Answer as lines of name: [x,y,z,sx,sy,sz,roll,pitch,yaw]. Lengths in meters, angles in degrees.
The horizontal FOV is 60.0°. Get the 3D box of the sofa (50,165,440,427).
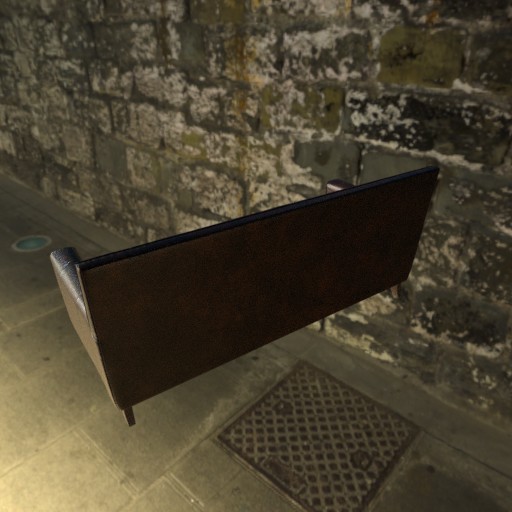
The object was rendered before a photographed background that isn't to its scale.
sofa: [0.000,0.000,2.482,1.995,0.871,0.786,-18,34,-30]
